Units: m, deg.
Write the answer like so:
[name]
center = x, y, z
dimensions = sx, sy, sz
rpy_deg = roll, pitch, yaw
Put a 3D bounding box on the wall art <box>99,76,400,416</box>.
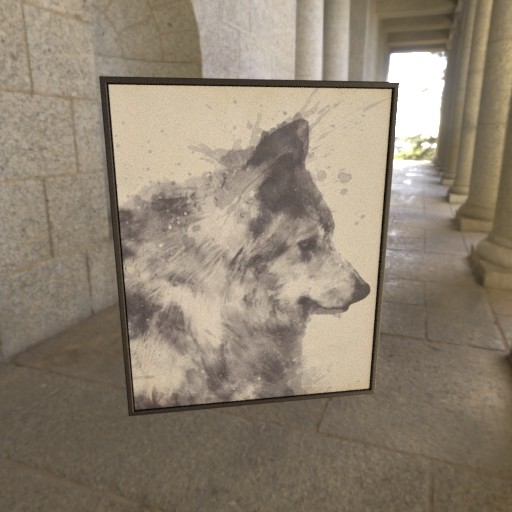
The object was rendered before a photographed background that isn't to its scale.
[wall art]
center = 0.000, 0.000, 0.743
dimensions = 0.451, 0.551, 0.028
rpy_deg = -2, 15, -9
